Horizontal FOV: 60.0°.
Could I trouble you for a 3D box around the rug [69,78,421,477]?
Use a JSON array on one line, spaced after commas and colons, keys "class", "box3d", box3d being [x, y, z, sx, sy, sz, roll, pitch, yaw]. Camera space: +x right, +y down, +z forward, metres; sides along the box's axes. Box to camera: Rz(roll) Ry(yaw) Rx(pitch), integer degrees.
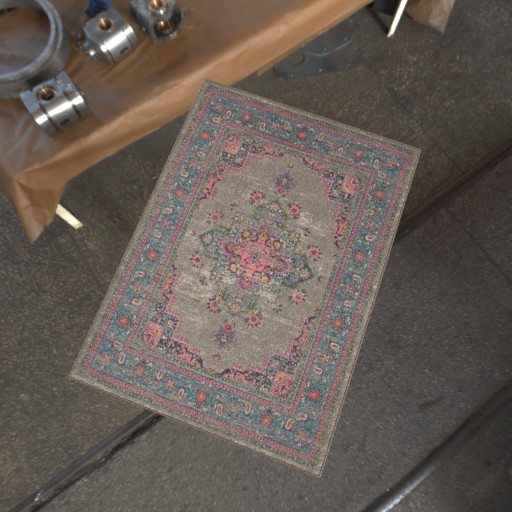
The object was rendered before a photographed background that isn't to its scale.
[{"class": "rug", "box3d": [0.000, 0.000, 2.867, 1.609, 0.013, 2.214, 20, 77, 5]}]
